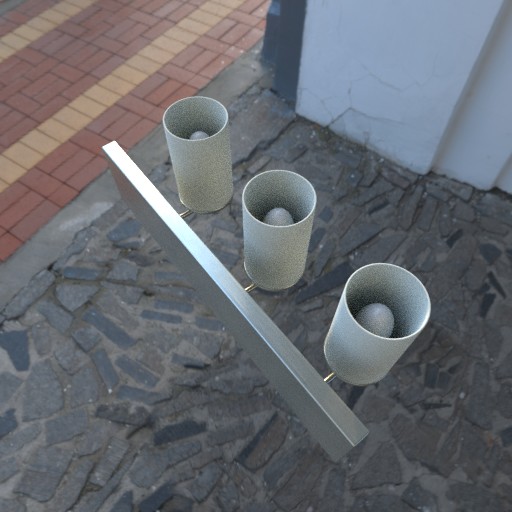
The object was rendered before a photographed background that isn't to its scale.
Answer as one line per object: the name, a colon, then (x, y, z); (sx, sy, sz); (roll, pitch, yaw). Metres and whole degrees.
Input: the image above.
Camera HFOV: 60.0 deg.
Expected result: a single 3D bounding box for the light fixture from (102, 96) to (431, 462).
light fixture: (0.000, 0.000, 0.534); (0.145, 0.172, 0.451); (-34, 64, -19)
